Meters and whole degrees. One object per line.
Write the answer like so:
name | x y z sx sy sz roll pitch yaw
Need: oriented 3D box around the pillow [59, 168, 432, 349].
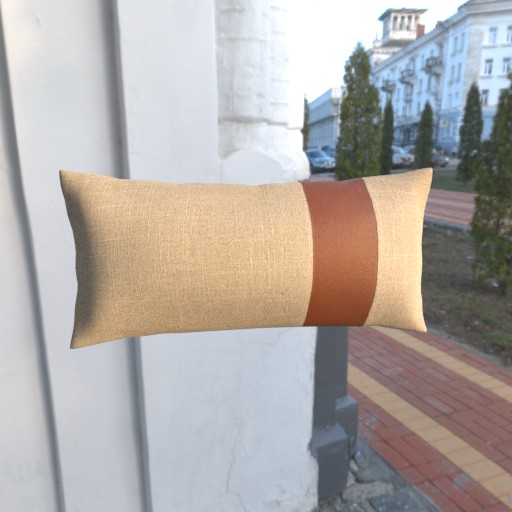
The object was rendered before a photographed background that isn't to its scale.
pillow | 0.000 0.000 0.735 0.612 0.282 0.155 -2 14 -6
